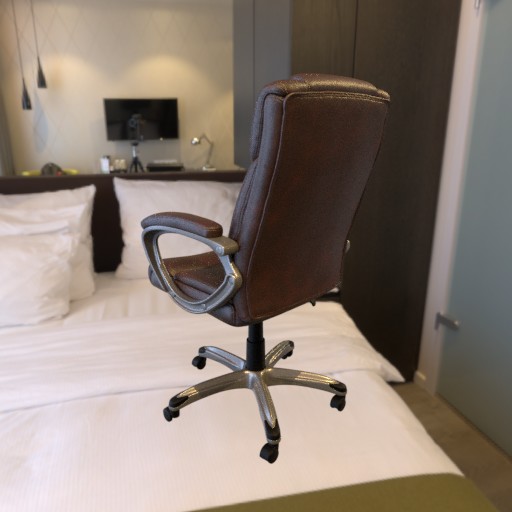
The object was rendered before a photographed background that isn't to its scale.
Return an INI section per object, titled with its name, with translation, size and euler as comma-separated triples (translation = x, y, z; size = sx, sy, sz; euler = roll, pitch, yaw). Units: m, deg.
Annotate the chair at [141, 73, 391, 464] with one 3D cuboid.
[chair]
translation = 0.000, 0.000, 1.541
size = 0.656, 1.128, 0.692
euler = -16, 23, -43
